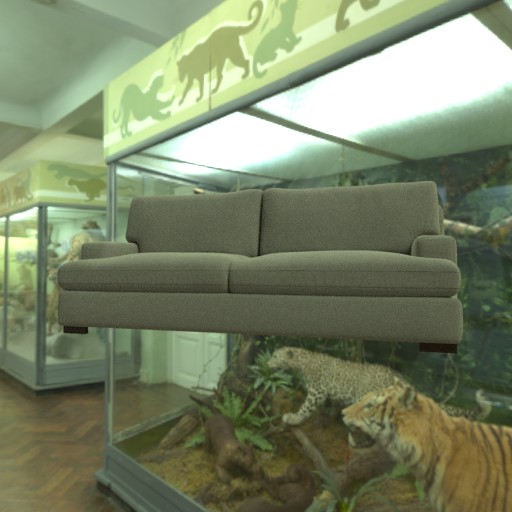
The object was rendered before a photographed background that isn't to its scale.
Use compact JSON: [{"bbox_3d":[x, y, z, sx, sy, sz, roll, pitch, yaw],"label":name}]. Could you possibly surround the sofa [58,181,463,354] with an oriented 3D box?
[{"bbox_3d":[0.000,0.000,2.867,2.354,0.980,0.962,0,-1,17],"label":"sofa"}]
